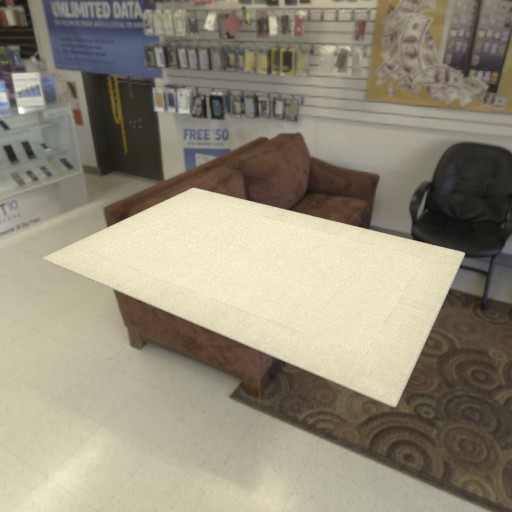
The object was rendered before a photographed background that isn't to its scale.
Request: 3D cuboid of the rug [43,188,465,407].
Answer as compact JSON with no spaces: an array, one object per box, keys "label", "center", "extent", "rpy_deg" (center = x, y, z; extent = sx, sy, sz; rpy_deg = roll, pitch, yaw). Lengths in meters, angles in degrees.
[{"label":"rug","center":[0.000,0.000,2.300],"extent":[1.829,0.013,1.219],"rpy_deg":[17,33,28]}]
